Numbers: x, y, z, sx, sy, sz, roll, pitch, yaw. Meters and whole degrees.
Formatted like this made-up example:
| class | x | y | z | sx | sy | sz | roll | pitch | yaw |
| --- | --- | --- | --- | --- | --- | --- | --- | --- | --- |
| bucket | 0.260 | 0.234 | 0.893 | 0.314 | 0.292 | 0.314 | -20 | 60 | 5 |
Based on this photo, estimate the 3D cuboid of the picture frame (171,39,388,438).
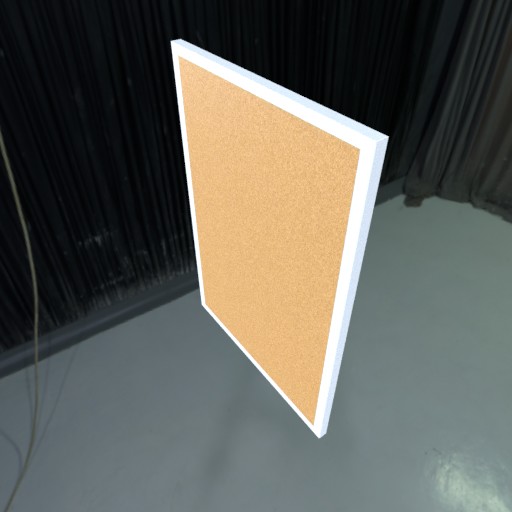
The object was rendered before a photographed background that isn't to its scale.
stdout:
| class | x | y | z | sx | sy | sz | roll | pitch | yaw |
| --- | --- | --- | --- | --- | --- | --- | --- | --- | --- |
| picture frame | 0.000 | 0.000 | 0.551 | 0.013 | 0.434 | 0.305 | -26 | 47 | -27 |
